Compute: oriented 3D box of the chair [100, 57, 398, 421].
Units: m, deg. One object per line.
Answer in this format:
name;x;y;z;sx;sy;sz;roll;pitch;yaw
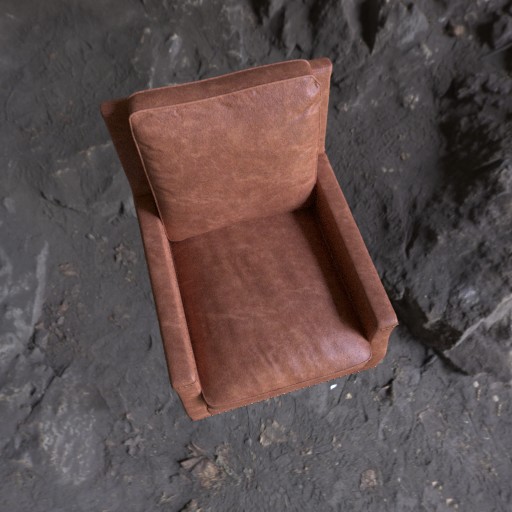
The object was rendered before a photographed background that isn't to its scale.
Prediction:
chair;0.000;0.000;1.777;0.854;1.054;1.035;-14;64;-7
